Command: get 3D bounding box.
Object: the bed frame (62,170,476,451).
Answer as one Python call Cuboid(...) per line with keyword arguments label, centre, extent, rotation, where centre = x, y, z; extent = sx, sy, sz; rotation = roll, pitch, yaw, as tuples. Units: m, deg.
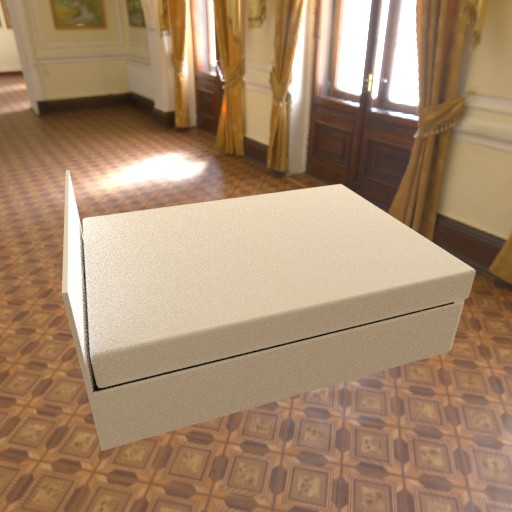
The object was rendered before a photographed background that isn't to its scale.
Cuboid(label="bed frame", centre=(0.000, 0.000, 2.543), extent=(1.900, 0.800, 1.400), rotation=(-10, 30, -17))
